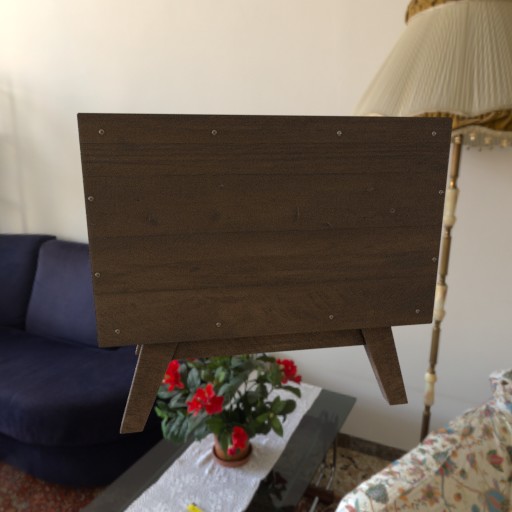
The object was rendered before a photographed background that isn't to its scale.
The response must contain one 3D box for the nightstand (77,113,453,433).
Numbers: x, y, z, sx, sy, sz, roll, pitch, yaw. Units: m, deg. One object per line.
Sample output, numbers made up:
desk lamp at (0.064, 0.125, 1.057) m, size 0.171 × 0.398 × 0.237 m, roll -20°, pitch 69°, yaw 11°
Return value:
nightstand at (0.000, 0.000, 1.035) m, size 0.650 × 0.599 × 0.450 m, roll -2°, pitch 14°, yaw -10°
